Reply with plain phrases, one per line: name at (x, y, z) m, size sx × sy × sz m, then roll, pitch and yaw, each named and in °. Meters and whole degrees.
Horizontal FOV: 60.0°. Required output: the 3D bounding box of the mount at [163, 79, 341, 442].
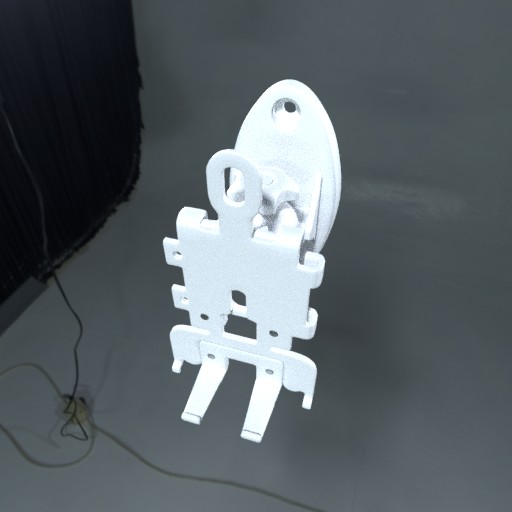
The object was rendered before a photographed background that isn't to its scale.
mount at (0.000, 0.000, 0.181) m, size 0.066 × 0.118 × 0.100 m, roll 12°, pitch 43°, yaw 13°
